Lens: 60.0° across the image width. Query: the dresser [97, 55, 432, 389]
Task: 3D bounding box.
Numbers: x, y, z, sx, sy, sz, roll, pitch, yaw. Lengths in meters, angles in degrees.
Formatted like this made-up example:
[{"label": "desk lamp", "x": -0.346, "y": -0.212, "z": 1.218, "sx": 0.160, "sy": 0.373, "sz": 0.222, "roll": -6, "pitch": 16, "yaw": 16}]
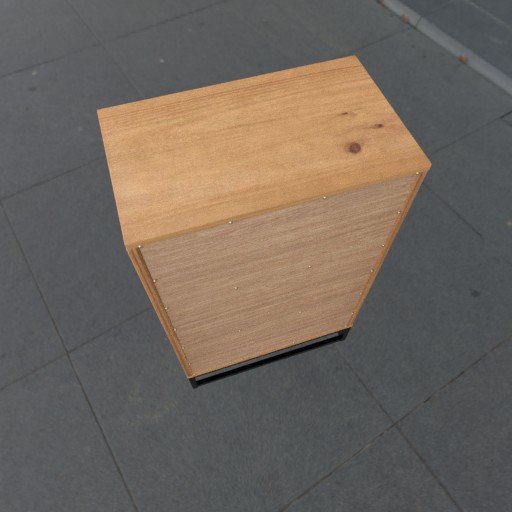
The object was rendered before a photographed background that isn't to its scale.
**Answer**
[{"label": "dresser", "x": 0.000, "y": 0.000, "z": 1.674, "sx": 0.761, "sy": 1.240, "sz": 0.479, "roll": -16, "pitch": 60, "yaw": -9}]
